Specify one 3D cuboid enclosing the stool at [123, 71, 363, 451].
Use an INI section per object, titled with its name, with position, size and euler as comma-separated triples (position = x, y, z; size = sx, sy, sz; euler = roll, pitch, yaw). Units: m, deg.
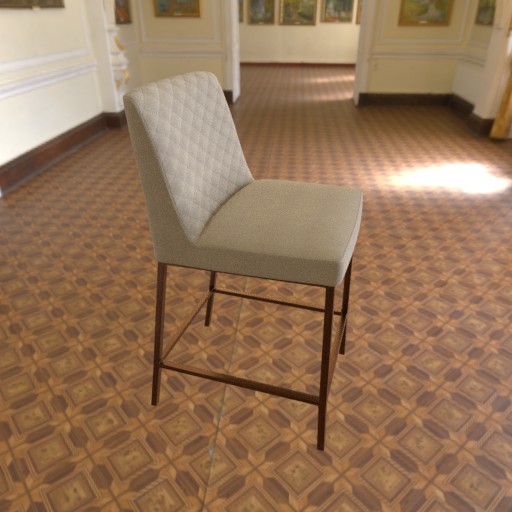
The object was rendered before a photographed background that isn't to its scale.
[stool]
position = 0.000, 0.000, 1.322
size = 0.576, 0.973, 0.507
euler = 9, 30, 15
